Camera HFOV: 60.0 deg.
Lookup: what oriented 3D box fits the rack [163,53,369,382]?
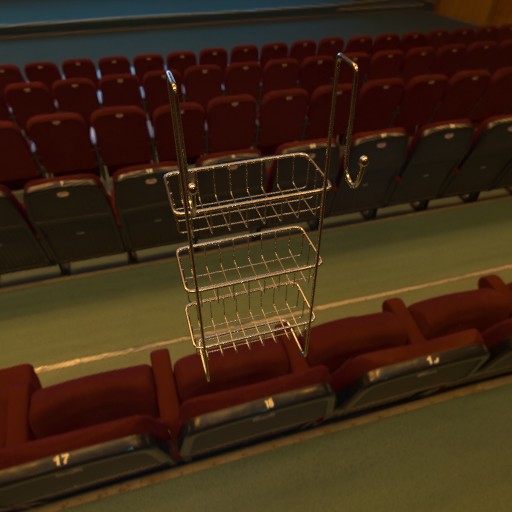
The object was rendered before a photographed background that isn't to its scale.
[{"bbox_3d":[0.000,0.000,0.671,0.228,0.574,0.202,-11,43,-12],"label":"rack"}]
